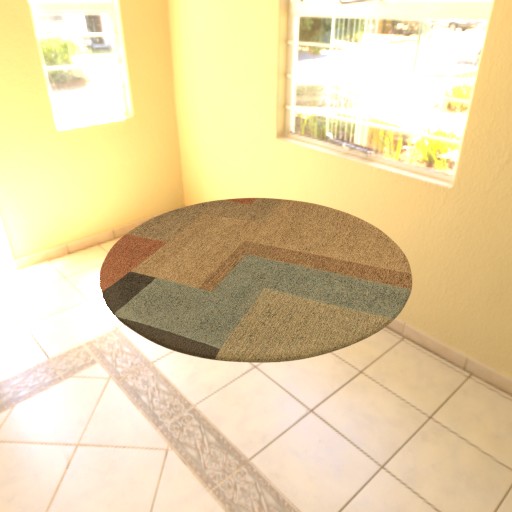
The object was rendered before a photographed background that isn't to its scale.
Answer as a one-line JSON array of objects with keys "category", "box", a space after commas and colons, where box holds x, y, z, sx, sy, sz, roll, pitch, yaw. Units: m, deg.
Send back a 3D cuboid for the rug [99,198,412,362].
[{"category": "rug", "box": [0.000, 0.000, 3.641, 2.461, 0.033, 2.461, 0, 30, 0]}]
